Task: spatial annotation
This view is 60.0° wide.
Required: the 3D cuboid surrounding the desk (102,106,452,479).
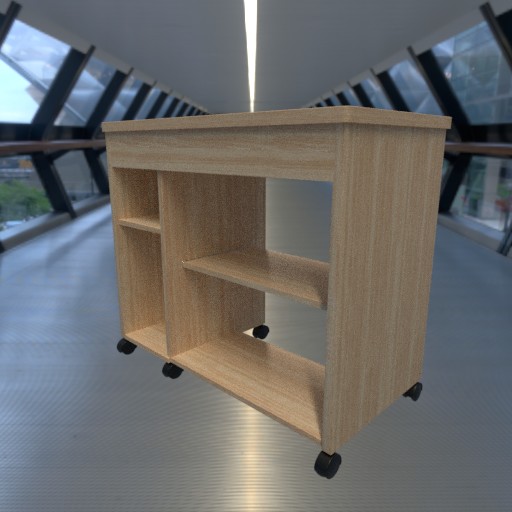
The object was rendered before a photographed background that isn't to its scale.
[{"bbox_3d":[0.000,0.000,1.313,0.884,0.770,0.480,13,19,42],"label":"desk"}]
